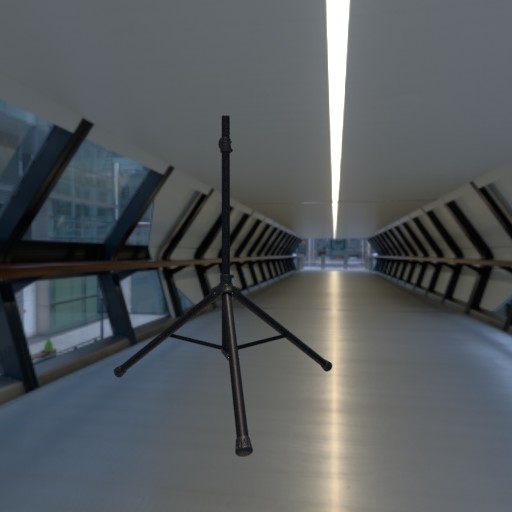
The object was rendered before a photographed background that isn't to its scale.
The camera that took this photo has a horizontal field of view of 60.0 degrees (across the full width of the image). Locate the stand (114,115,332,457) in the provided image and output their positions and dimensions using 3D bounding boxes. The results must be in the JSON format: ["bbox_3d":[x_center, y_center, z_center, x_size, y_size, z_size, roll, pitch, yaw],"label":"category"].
[{"bbox_3d":[0.000,0.000,1.901,0.907,1.136,1.045,-1,1,-36],"label":"stand"}]
